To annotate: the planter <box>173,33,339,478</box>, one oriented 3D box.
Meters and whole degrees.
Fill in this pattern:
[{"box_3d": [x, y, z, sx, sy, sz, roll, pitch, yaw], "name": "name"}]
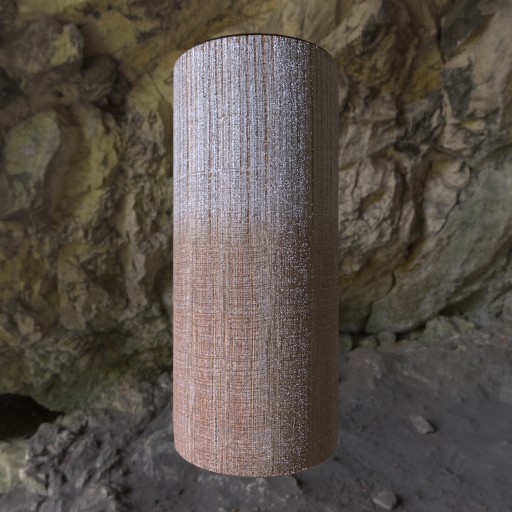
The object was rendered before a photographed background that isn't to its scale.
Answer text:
[{"box_3d": [0.000, 0.000, 0.273, 0.100, 0.227, 0.100, 0, 0, 35], "name": "planter"}]
